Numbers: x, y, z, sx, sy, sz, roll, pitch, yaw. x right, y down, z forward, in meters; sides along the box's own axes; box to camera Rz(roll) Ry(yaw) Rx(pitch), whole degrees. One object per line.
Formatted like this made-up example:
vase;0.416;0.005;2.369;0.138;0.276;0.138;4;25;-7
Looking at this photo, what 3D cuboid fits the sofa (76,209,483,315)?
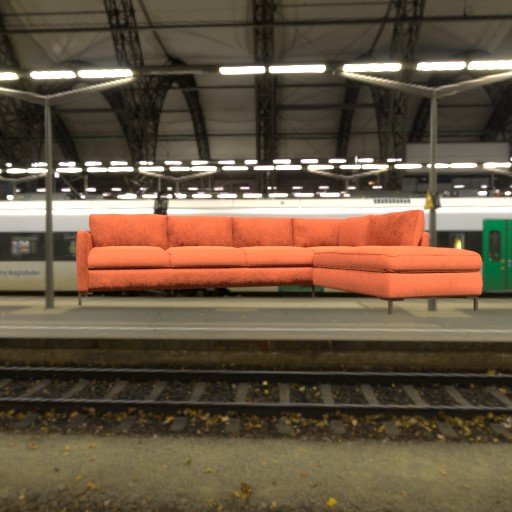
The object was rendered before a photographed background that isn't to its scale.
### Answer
sofa;0.000;0.000;3.540;2.736;0.757;1.879;0;1;-18
